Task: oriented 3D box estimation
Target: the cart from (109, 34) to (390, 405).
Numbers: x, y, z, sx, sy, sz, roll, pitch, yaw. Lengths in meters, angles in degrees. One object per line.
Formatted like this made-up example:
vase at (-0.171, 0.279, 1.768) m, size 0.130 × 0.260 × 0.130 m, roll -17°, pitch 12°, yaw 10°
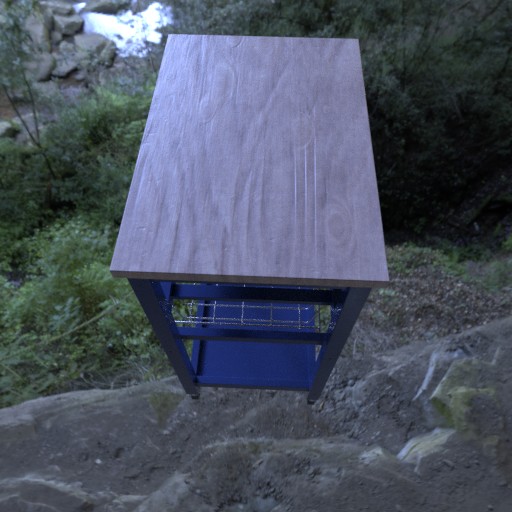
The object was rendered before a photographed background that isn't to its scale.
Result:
cart at (0.000, 0.000, 1.137) m, size 0.403 × 0.839 × 0.584 m, roll 2°, pitch 58°, yaw 1°
